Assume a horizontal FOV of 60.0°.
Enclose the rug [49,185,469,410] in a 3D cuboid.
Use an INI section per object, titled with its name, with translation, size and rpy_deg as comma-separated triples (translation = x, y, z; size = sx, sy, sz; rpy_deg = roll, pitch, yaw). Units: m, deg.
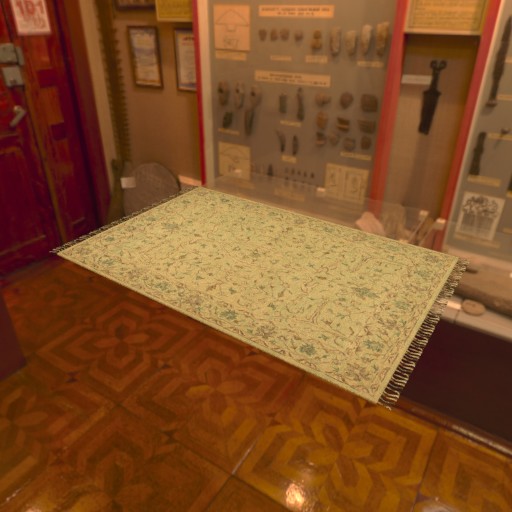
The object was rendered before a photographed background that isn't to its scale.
[rug]
translation = 0.000, 0.000, 3.019
size = 2.435, 0.010, 1.544
rpy_deg = 19, 35, 29
